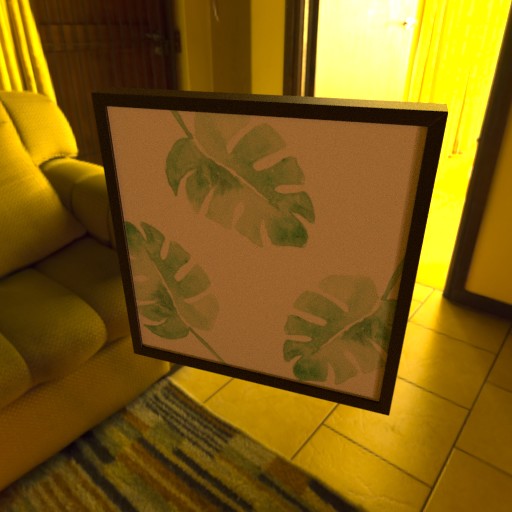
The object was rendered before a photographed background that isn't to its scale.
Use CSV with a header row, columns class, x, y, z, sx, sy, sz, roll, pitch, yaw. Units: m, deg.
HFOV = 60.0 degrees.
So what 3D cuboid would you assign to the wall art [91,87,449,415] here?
class,x,y,z,sx,sy,sz,roll,pitch,yaw
wall art,0.000,0.000,0.447,0.304,0.304,0.038,9,29,16
